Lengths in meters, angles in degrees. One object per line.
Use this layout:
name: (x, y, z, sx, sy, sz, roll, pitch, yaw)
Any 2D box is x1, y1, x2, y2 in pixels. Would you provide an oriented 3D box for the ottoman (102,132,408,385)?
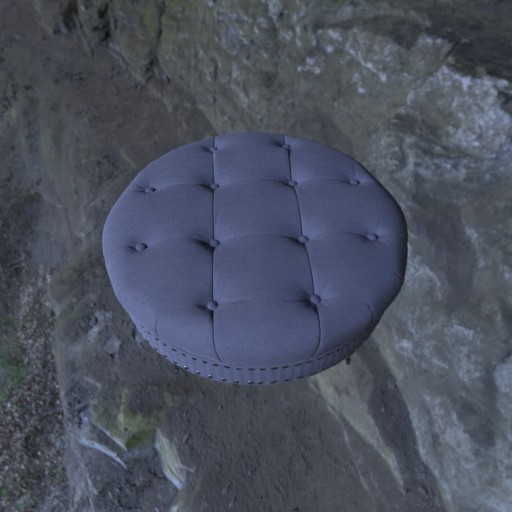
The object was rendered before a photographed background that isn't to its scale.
ottoman: (0.000, 0.000, 1.412, 0.901, 0.439, 0.901, 0, 47, 0)
